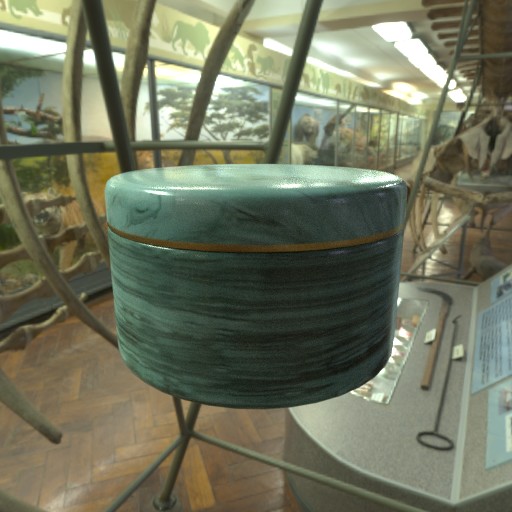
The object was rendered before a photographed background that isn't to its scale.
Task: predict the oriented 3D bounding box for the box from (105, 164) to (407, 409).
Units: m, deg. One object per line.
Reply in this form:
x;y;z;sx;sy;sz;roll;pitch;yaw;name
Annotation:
0.000;0.000;0.163;0.101;0.063;0.101;0;15;0;box
